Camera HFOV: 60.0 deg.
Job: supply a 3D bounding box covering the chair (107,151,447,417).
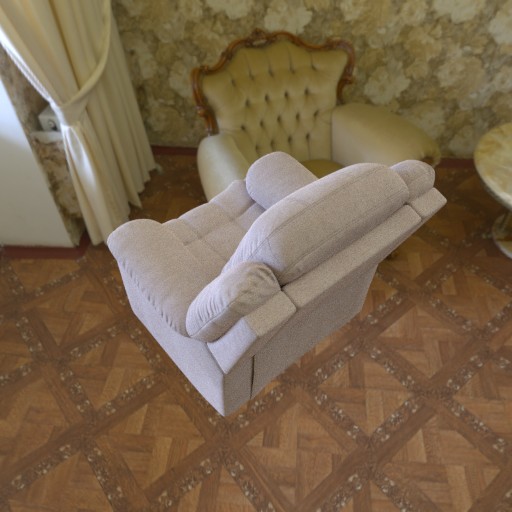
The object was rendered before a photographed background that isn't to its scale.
[{"bbox_3d":[0.000,0.000,1.724,0.899,1.008,0.944,-31,54,-27],"label":"chair"}]
